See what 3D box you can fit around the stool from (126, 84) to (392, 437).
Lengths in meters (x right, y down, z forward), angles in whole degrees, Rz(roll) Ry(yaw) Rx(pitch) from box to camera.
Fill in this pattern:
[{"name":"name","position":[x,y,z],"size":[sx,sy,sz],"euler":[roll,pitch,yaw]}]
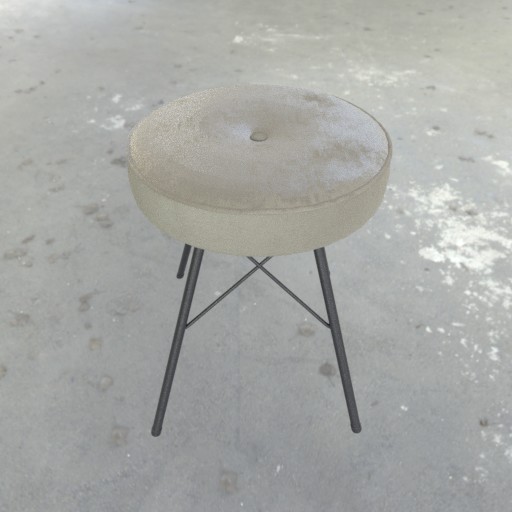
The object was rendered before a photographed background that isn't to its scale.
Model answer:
[{"name":"stool","position":[0.000,0.000,0.860],"size":[0.423,0.538,0.457],"euler":[-1,42,-1]}]
